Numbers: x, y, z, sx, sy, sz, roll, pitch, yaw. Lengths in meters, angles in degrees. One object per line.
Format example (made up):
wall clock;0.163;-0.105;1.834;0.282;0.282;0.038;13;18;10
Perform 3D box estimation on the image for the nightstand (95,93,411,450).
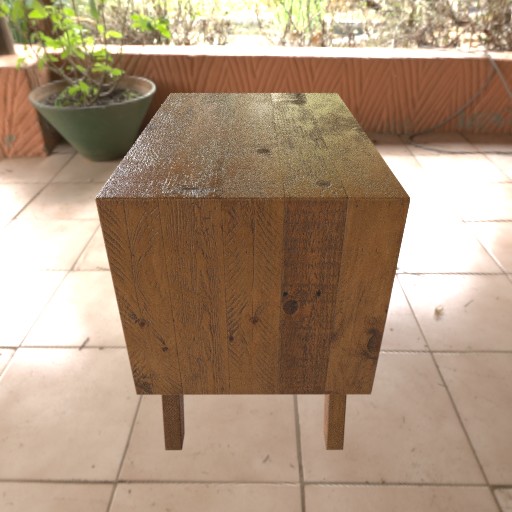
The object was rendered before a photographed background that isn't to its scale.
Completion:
nightstand;0.000;0.000;1.046;0.450;0.599;0.650;0;32;0
